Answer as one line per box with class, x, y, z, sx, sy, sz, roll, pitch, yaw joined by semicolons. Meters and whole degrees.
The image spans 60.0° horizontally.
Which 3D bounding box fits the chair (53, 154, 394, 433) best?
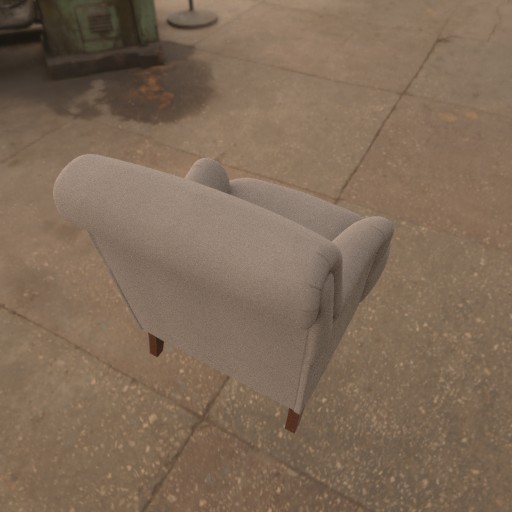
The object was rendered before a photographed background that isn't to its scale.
chair;0.000;0.000;1.515;0.766;0.942;0.842;23;50;20
